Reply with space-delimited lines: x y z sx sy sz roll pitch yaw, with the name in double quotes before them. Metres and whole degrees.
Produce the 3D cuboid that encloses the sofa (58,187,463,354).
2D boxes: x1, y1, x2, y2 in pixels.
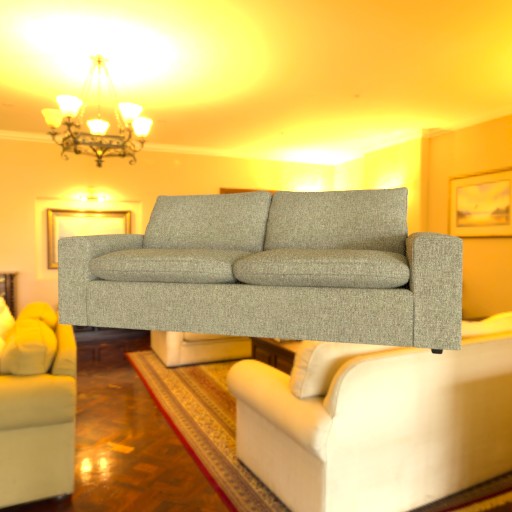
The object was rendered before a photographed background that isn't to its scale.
"sofa" 0.000 0.000 2.834 2.299 0.922 1.040 1 2 17
